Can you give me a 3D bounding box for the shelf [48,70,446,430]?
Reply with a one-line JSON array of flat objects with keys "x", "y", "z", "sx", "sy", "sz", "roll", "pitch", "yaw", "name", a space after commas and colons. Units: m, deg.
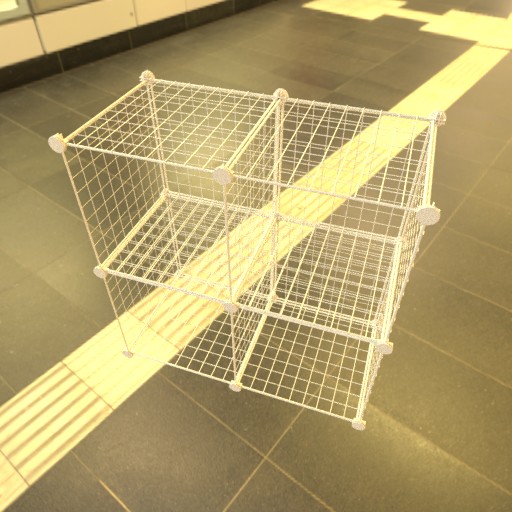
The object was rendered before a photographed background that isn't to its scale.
[{"x": 0.000, "y": 0.000, "z": 1.111, "sx": 0.711, "sy": 0.711, "sz": 0.356, "roll": 13, "pitch": 44, "yaw": 14, "name": "shelf"}]
